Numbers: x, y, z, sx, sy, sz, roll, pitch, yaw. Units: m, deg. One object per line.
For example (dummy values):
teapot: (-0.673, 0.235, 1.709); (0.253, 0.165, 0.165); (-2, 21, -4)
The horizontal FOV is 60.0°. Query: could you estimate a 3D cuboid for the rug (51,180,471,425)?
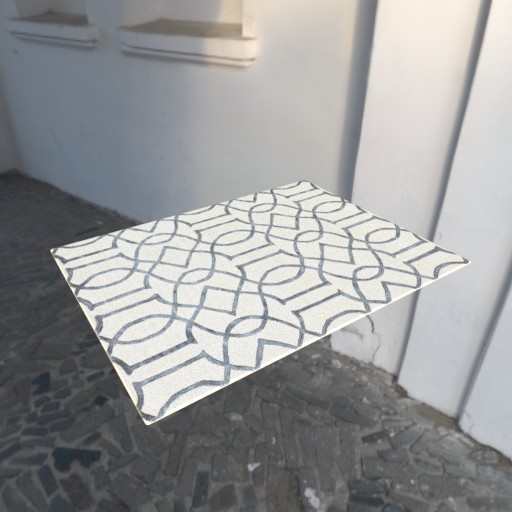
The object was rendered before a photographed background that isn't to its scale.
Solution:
rug: (0.000, 0.000, 3.838); (2.910, 0.021, 2.211); (-20, 37, -29)
